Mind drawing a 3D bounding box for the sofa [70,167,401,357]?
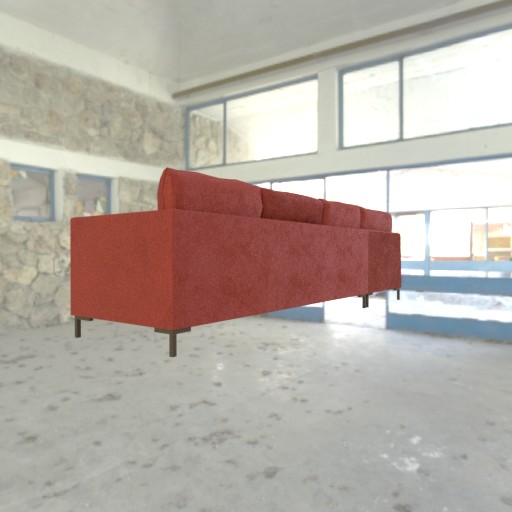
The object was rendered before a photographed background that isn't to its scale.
[{"bbox_3d":[0.000,0.000,3.958,1.500,0.967,3.400,0,0,37],"label":"sofa"}]
